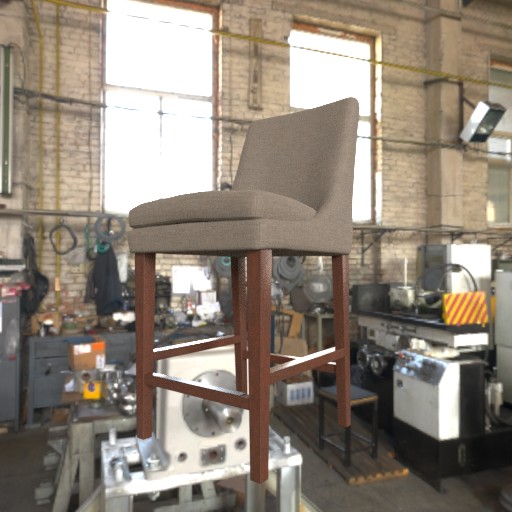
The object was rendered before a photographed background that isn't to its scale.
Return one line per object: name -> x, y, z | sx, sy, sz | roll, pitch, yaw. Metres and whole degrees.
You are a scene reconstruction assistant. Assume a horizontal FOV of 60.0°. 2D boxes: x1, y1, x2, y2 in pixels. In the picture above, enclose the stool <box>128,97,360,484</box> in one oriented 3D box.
stool -> 0.000, 0.000, 1.278 | 0.470, 0.981, 0.577 | -1, -2, 38
